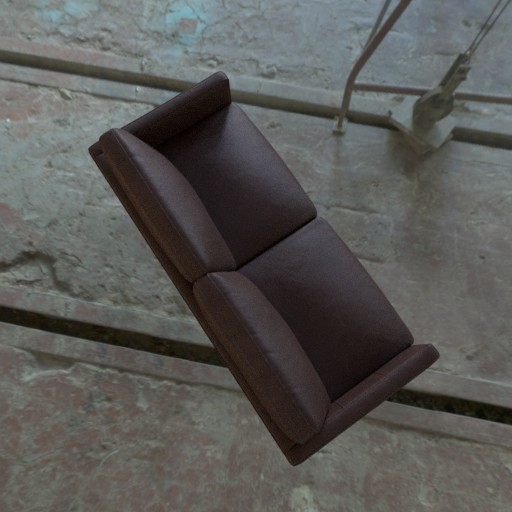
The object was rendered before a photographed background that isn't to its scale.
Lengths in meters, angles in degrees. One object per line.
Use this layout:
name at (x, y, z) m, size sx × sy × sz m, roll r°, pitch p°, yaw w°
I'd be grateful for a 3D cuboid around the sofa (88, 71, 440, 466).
sofa at (0.000, 0.000, 2.518) m, size 0.923 × 0.863 × 1.971 m, roll -33°, pitch 78°, yaw -8°
